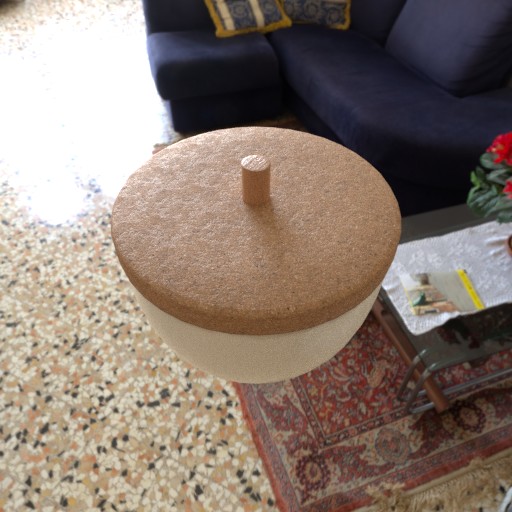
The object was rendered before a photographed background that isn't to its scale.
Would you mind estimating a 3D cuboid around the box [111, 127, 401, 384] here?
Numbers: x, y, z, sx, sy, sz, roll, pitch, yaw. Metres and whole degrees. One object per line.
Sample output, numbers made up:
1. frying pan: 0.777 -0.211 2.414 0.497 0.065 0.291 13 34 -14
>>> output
1. box: 0.000 0.000 0.188 0.107 0.094 0.107 0 47 0
